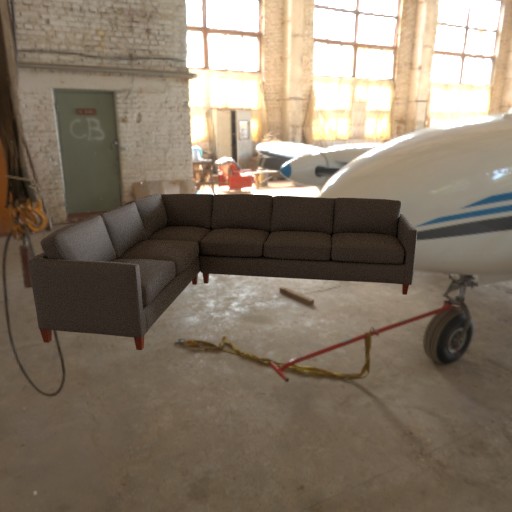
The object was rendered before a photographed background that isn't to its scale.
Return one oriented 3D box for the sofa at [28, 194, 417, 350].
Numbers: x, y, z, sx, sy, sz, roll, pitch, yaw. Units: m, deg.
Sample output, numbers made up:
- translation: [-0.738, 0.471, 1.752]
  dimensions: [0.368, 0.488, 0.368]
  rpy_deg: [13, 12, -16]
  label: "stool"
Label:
- translation: [0.000, 0.000, 4.524]
  dimensions: [3.302, 0.947, 2.593]
  rpy_deg: [3, 17, 9]
  label: "sofa"
